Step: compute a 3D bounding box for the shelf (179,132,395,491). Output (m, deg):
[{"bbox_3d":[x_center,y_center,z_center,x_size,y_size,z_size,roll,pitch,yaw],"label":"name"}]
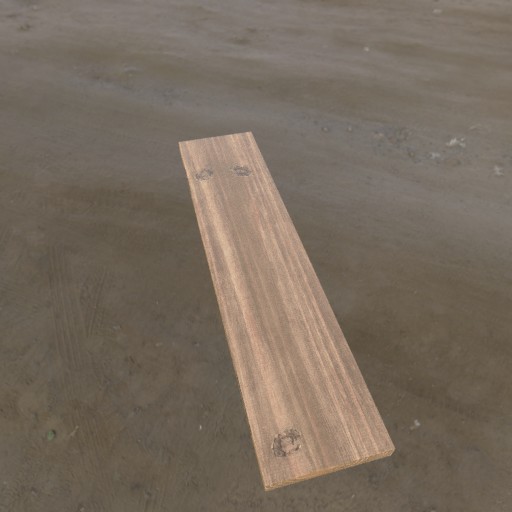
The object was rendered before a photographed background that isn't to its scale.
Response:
[{"bbox_3d":[0.000,0.000,0.652,0.140,0.020,0.610,-11,49,-10],"label":"shelf"}]
